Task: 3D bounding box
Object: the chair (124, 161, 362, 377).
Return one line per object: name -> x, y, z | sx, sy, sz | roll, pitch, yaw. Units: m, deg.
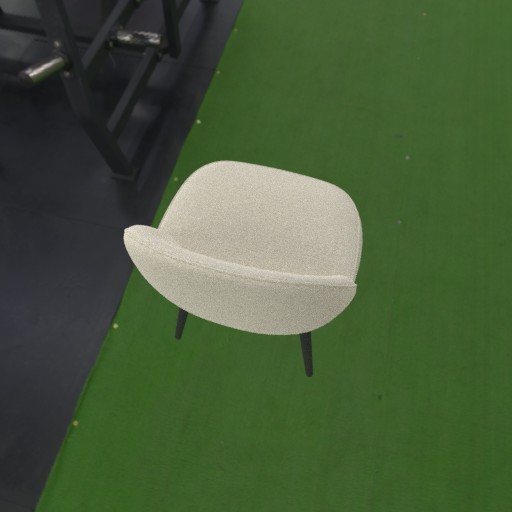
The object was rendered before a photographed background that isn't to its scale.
chair -> 0.000, 0.000, 1.179 | 0.532, 0.838, 0.540 | 14, 63, 7
